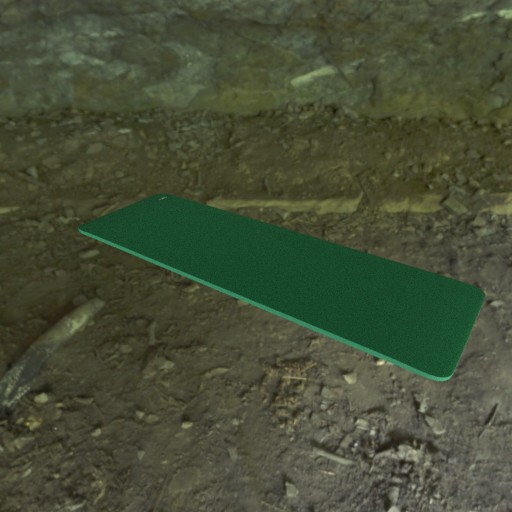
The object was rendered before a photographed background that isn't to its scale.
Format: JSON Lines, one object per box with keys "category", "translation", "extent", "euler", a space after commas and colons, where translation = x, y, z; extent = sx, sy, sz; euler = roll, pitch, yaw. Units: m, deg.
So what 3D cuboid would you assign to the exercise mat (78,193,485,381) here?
{"category": "exercise mat", "translation": [0.000, 0.000, 2.035], "extent": [1.869, 0.021, 0.616], "euler": [19, 35, 30]}
